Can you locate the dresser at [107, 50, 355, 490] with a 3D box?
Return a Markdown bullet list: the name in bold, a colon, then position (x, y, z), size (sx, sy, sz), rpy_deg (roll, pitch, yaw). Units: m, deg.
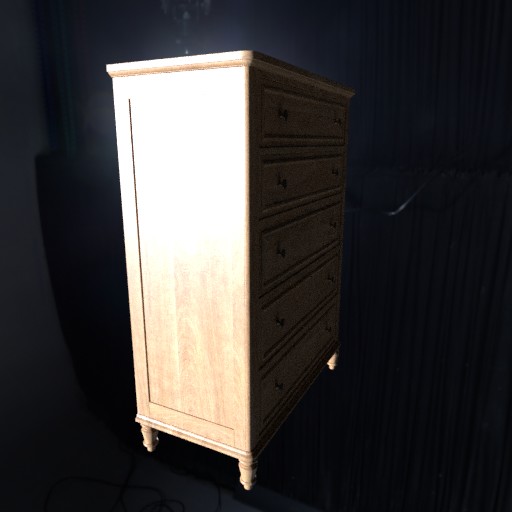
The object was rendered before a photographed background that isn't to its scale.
- **dresser**: position (0.000, 0.000, 1.770), size (0.484, 1.318, 0.973), rpy_deg (7, 16, 26)
